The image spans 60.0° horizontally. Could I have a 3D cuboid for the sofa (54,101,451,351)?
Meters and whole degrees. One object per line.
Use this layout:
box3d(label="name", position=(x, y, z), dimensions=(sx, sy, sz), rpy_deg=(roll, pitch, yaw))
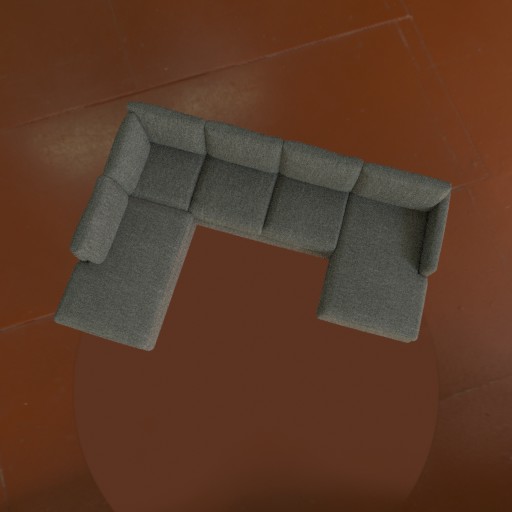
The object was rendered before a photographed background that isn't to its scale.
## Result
box3d(label="sofa", position=(0.000, 0.000, 3.526), dimensions=(2.737, 0.756, 1.879), rpy_deg=(15, 76, 4))
